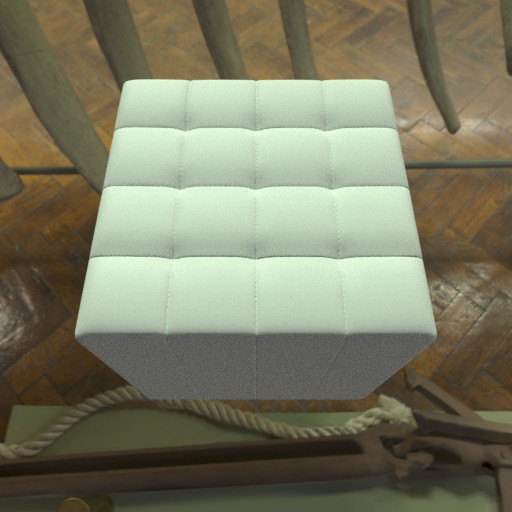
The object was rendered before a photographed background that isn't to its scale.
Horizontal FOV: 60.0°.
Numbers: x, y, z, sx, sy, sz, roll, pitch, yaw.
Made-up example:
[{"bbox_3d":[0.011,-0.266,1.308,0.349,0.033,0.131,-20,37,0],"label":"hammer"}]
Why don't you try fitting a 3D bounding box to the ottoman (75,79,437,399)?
[{"bbox_3d":[0.000,0.000,0.784,0.425,0.432,0.425,0,63,0],"label":"ottoman"}]
